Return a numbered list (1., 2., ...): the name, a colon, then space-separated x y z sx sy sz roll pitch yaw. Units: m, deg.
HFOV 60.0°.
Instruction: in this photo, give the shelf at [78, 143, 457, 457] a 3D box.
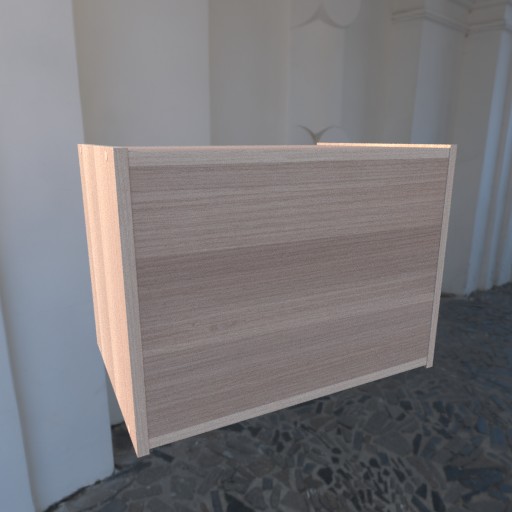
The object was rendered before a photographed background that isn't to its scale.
1. shelf: 0.000 0.000 0.625 0.415 0.305 0.290 -7 17 -26
